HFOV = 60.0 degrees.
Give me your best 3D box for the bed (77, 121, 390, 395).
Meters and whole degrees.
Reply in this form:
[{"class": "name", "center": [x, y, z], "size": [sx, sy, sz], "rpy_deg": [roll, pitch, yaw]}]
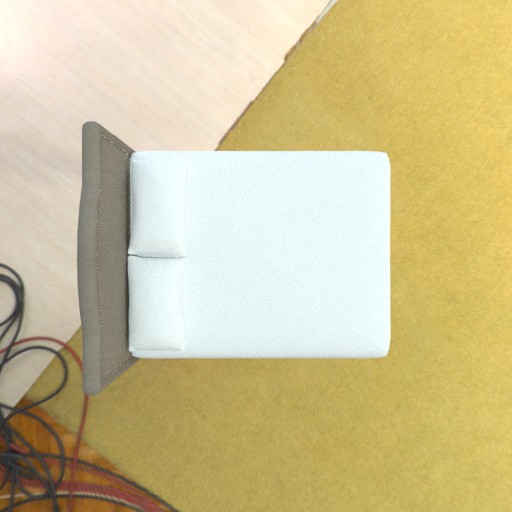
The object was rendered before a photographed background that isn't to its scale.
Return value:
[{"class": "bed", "center": [0.000, 0.000, 3.333], "size": [2.128, 1.441, 1.744], "rpy_deg": [0, 90, 0]}]
